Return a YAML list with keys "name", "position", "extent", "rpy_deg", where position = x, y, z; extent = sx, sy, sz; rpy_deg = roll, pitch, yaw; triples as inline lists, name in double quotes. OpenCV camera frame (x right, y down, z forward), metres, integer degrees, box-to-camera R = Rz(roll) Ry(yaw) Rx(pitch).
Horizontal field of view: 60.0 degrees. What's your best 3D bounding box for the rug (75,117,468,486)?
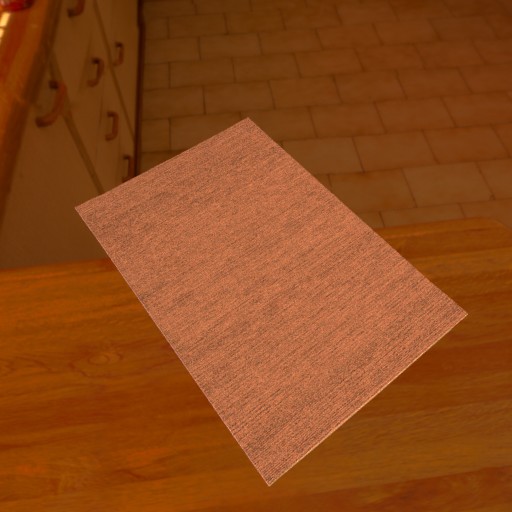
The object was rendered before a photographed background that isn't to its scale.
- name: "rug"
  position: [0.000, 0.000, 3.047]
  extent: [1.616, 0.030, 2.338]
  rpy_deg: [-33, 63, -19]
